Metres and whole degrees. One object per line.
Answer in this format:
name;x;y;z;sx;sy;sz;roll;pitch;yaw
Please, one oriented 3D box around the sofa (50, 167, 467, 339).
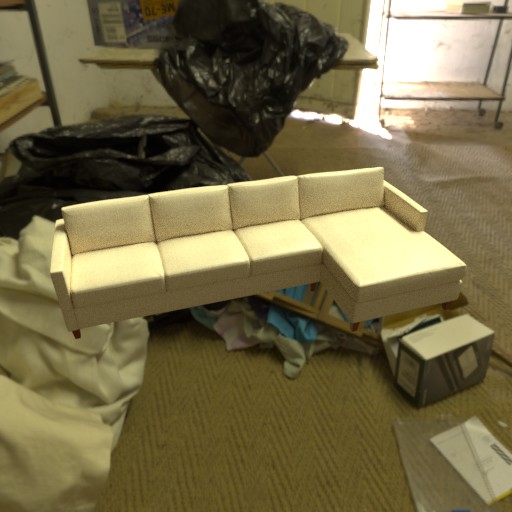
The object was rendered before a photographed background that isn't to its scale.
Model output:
sofa;0.000;0.000;4.125;3.471;0.954;1.603;-10;34;-15
